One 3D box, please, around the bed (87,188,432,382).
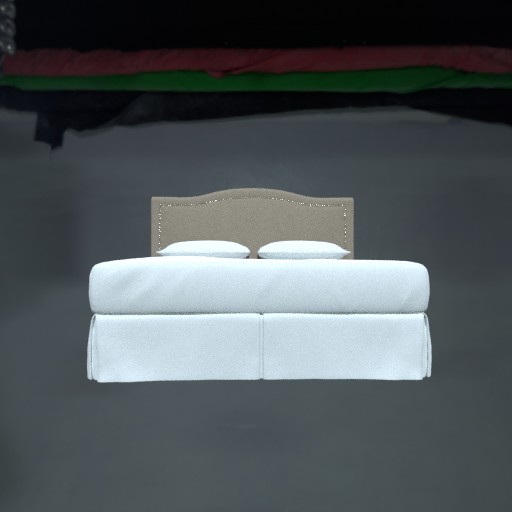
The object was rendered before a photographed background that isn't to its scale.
[{"bbox_3d":[0.000,0.000,3.537,2.083,1.421,2.182,0,-1,-2],"label":"bed"}]
